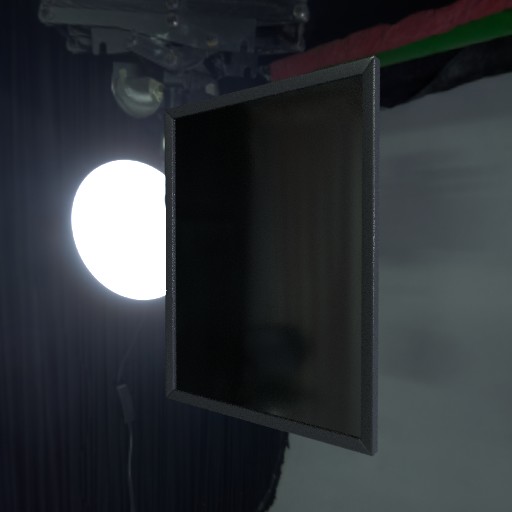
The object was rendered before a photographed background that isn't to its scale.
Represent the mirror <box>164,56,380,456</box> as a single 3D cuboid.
[{"bbox_3d":[0.000,0.000,1.360,0.762,1.016,0.040,1,2,36],"label":"mirror"}]
